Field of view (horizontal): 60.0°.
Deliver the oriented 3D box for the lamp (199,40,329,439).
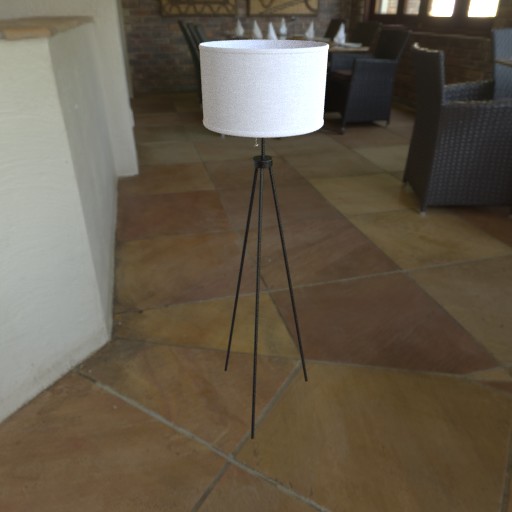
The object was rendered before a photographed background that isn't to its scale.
[{"bbox_3d":[0.000,0.000,1.784,0.458,1.545,0.448,18,34,29],"label":"lamp"}]
